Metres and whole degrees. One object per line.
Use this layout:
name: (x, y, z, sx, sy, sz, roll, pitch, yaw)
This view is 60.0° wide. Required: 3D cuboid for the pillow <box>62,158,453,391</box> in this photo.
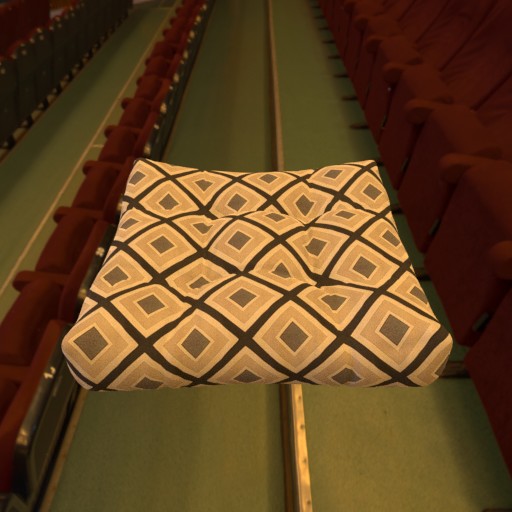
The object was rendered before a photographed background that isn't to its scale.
pillow: (0.000, 0.000, 0.730, 0.490, 0.128, 0.468, 0, 42, 0)
